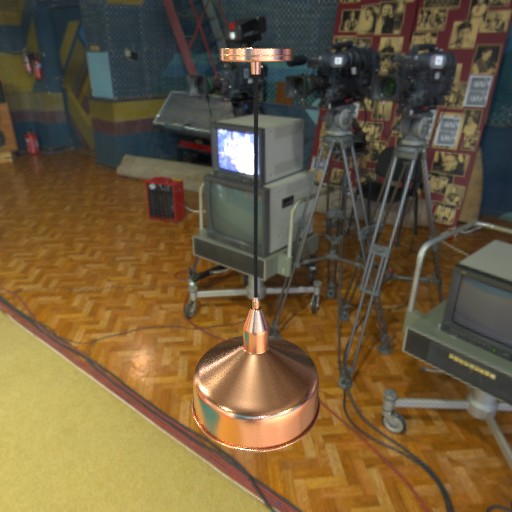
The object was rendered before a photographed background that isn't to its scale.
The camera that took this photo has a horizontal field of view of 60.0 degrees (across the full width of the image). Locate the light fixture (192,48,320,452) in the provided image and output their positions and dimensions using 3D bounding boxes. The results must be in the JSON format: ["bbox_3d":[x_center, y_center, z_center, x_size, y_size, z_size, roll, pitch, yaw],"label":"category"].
[{"bbox_3d":[0.000,0.000,0.887,0.301,0.754,0.301,0,25,0],"label":"light fixture"}]
